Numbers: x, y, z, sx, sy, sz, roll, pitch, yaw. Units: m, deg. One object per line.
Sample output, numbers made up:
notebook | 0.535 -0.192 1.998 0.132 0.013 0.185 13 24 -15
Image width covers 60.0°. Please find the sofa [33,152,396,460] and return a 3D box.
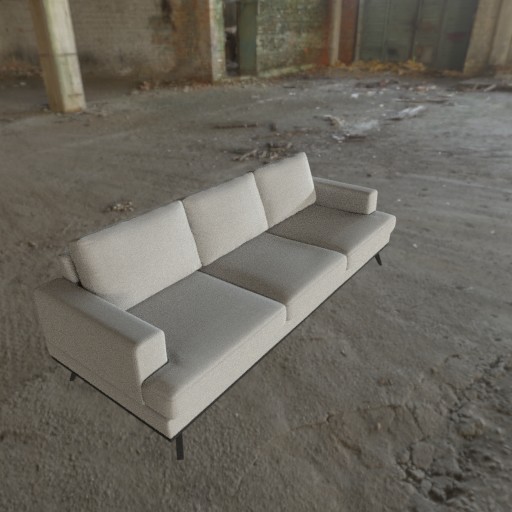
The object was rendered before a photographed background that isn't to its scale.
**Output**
sofa | 0.000 0.000 2.719 0.920 0.810 2.310 19 33 32
